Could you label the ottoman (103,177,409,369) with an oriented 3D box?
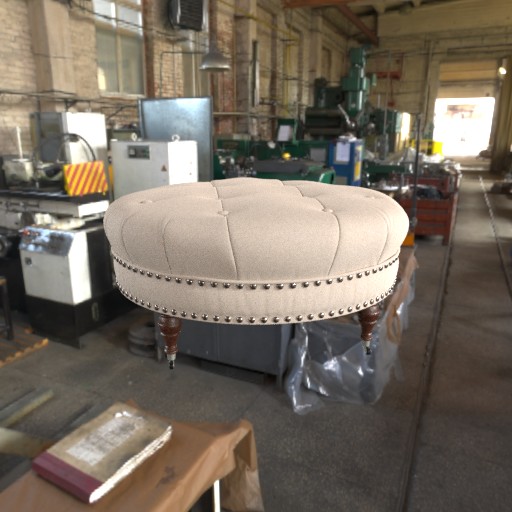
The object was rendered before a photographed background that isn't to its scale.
[{"bbox_3d":[0.000,0.000,1.390,0.901,0.439,0.901,0,15,0],"label":"ottoman"}]
